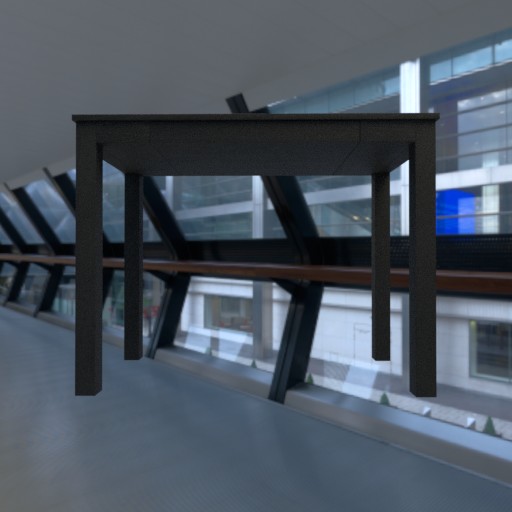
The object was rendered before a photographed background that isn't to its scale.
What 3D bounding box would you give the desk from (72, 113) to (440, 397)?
[{"bbox_3d":[0.000,0.000,1.438,0.991,0.762,0.499,0,-1,1],"label":"desk"}]
